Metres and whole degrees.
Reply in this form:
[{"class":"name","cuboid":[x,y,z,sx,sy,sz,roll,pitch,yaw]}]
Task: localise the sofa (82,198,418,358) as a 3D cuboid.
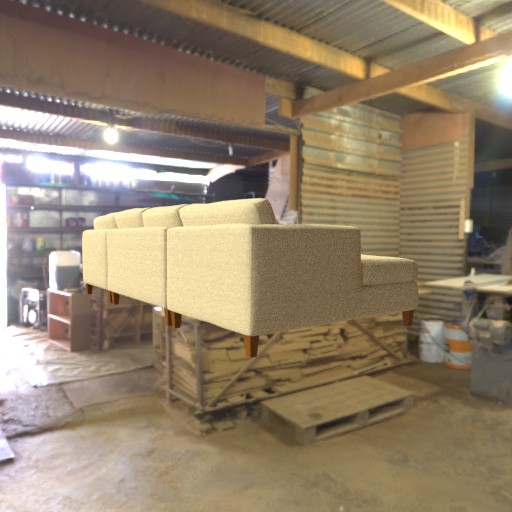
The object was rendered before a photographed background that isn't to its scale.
[{"class":"sofa","cuboid":[0.000,0.000,4.570,2.594,0.961,3.460,-2,3,-36]}]
